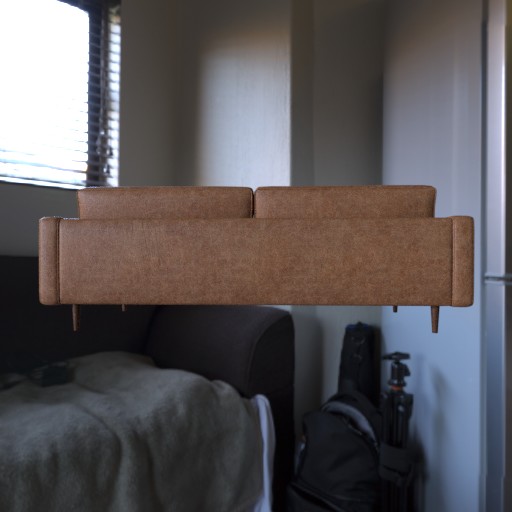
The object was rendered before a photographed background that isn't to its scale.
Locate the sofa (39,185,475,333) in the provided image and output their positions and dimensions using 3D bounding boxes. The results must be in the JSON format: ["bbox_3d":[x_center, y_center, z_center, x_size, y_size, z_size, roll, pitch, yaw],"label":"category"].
[{"bbox_3d":[0.000,0.000,2.657,2.200,0.770,0.919,0,1,2],"label":"sofa"}]
